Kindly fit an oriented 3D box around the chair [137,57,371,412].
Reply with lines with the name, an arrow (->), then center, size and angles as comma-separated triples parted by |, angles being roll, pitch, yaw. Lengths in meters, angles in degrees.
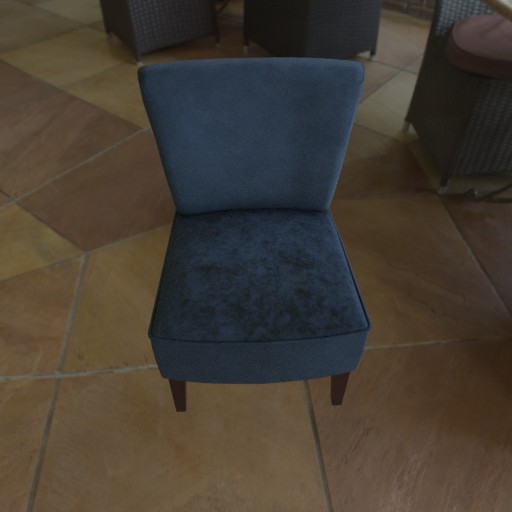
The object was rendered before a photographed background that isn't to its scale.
chair -> 0.000, 0.000, 1.149 | 0.521, 0.806, 0.551 | -2, 46, -2
